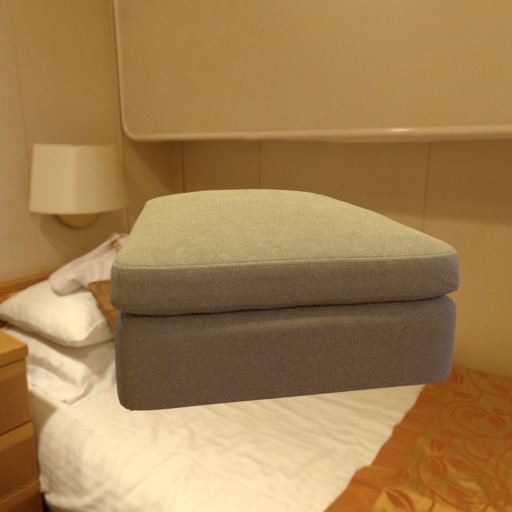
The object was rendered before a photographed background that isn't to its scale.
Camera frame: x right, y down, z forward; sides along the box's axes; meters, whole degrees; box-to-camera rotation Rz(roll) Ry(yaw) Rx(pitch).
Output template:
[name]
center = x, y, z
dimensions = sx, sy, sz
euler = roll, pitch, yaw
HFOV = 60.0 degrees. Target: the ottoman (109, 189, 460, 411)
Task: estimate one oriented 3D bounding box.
[ottoman]
center = 0.000, 0.000, 1.564
dimensions = 0.840, 0.429, 1.199
euler = -2, 14, -10
